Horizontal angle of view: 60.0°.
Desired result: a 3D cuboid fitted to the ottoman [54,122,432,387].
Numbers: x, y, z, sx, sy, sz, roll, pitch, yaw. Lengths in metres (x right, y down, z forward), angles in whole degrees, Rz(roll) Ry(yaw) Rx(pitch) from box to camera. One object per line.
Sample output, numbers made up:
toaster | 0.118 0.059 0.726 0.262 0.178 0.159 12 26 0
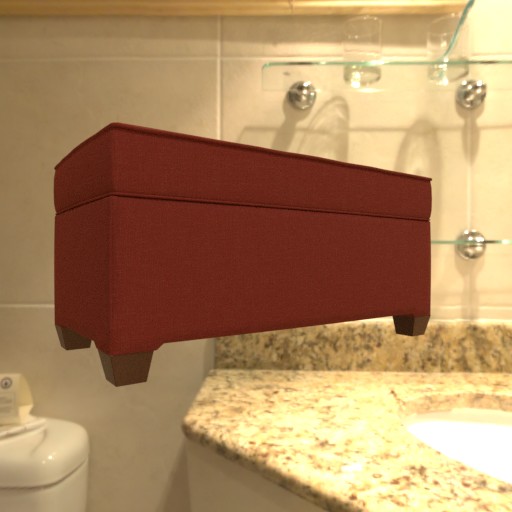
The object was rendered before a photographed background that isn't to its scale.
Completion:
ottoman | 0.000 0.000 1.195 0.948 0.454 0.497 0 0 -35
